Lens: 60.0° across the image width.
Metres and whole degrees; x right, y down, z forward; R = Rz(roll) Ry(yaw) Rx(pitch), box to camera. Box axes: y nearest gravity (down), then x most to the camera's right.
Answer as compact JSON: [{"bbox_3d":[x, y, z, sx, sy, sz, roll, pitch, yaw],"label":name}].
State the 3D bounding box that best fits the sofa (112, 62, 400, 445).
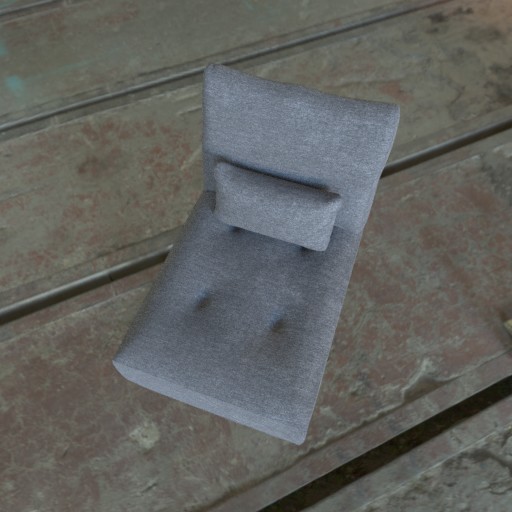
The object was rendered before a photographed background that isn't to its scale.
[{"bbox_3d":[0.000,0.000,1.593,0.700,0.820,1.000,17,61,10],"label":"sofa"}]
